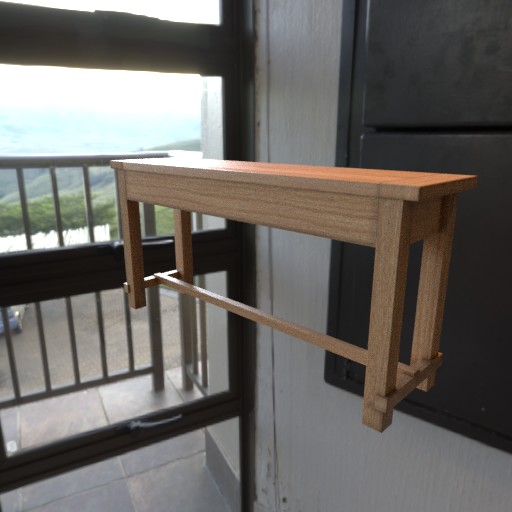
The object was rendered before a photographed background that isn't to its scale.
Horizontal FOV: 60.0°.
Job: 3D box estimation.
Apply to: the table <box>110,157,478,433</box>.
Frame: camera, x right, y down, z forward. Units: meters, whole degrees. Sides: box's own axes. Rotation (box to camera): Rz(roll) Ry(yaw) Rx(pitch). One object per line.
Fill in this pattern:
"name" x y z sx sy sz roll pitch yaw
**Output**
"table" 0.000 0.000 1.913 1.599 0.762 0.442 15 21 42
